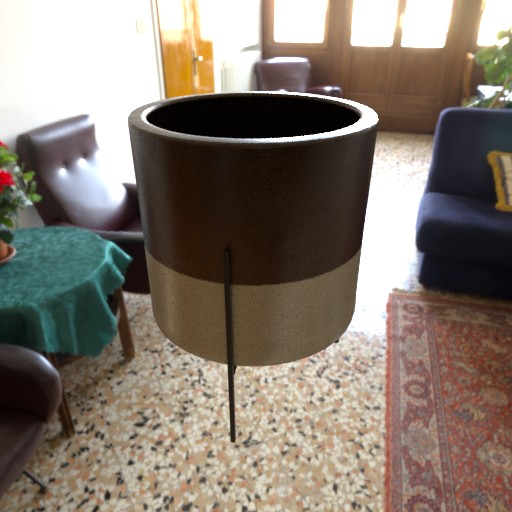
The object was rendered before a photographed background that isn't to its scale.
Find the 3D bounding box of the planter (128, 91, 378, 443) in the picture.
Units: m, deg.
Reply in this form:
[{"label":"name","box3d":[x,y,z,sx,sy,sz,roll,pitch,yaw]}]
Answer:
[{"label":"planter","box3d":[0.000,0.000,0.733,0.354,0.465,0.345,-10,31,-17]}]
